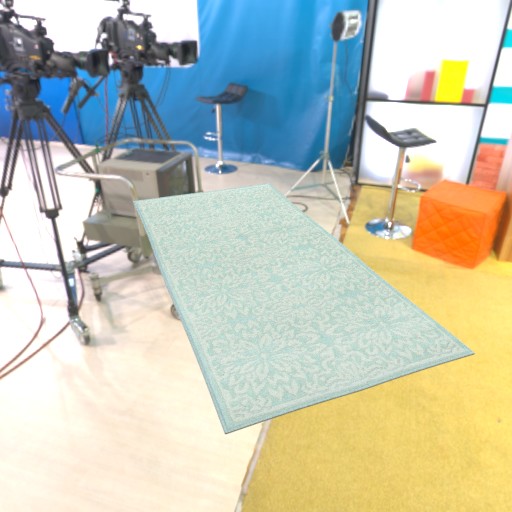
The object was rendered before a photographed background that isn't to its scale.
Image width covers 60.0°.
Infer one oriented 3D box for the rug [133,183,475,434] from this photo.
[{"bbox_3d":[0.000,0.000,1.416,0.604,0.007,1.219,-11,31,-19],"label":"rug"}]
